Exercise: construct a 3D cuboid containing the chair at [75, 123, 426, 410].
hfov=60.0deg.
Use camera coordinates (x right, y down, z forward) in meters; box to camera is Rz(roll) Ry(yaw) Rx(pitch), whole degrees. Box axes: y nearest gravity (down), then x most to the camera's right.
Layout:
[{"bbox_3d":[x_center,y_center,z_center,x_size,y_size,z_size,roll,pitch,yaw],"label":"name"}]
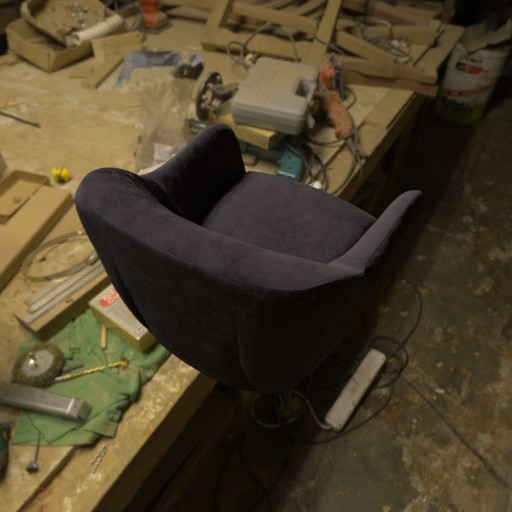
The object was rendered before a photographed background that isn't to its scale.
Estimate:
[{"bbox_3d":[0.000,0.000,1.495,0.840,0.807,0.819,25,51,22],"label":"chair"}]
